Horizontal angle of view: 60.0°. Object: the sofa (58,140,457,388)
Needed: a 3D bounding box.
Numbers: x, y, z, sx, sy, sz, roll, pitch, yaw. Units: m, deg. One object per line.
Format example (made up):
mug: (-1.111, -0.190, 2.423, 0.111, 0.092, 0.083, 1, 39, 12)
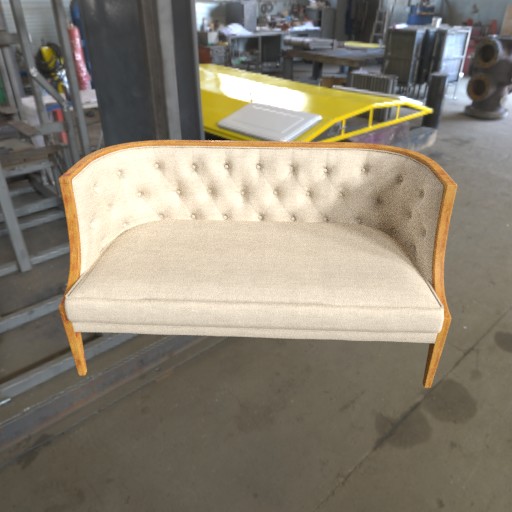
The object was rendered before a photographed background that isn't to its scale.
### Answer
sofa: (0.000, 0.000, 1.906, 1.474, 0.775, 0.770, 1, 31, 2)
